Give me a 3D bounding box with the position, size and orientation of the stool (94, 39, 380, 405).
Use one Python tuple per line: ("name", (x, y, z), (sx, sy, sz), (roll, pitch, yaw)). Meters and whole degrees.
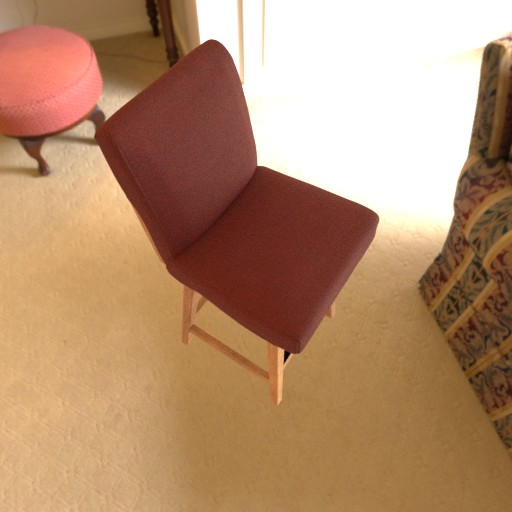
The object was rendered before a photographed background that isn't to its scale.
("stool", (0.000, 0.000, 1.346), (0.562, 1.038, 0.468), (29, 62, 17))
